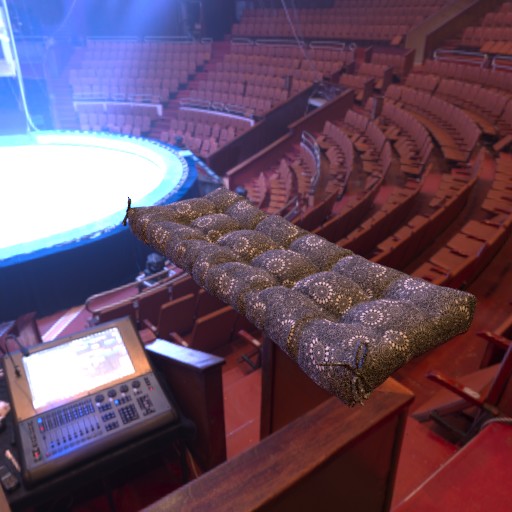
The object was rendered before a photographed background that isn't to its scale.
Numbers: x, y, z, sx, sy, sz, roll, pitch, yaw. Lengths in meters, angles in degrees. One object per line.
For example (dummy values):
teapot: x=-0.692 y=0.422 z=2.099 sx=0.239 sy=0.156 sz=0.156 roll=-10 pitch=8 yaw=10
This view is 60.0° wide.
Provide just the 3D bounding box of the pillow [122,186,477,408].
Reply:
pillow: x=0.000 y=0.000 z=1.348 sx=0.511 sy=0.174 sz=1.194 roll=-18 pitch=31 yaw=-32
